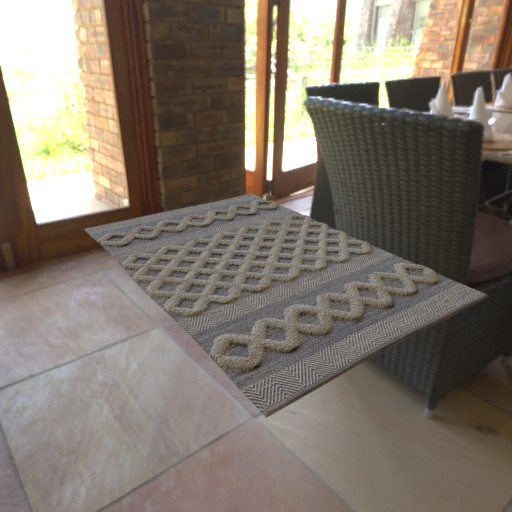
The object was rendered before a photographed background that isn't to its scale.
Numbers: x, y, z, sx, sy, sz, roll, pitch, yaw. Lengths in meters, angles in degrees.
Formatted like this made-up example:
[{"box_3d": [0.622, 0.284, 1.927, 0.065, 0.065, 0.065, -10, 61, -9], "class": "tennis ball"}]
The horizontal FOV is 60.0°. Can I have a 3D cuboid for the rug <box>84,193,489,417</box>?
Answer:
[{"box_3d": [0.000, 0.000, 2.292, 1.222, 0.030, 1.823, -17, 30, -32], "class": "rug"}]
